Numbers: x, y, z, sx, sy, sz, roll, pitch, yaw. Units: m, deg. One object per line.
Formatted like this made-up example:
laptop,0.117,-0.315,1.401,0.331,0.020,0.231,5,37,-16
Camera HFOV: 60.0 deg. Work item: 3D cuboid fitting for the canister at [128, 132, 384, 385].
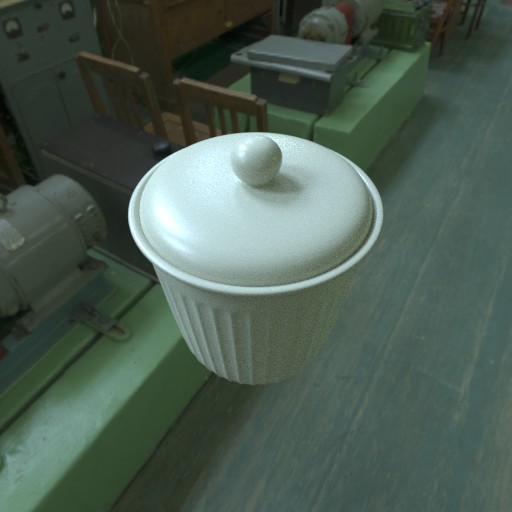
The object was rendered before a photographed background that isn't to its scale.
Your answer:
canister,0.000,0.000,0.361,0.181,0.211,0.181,0,45,0
